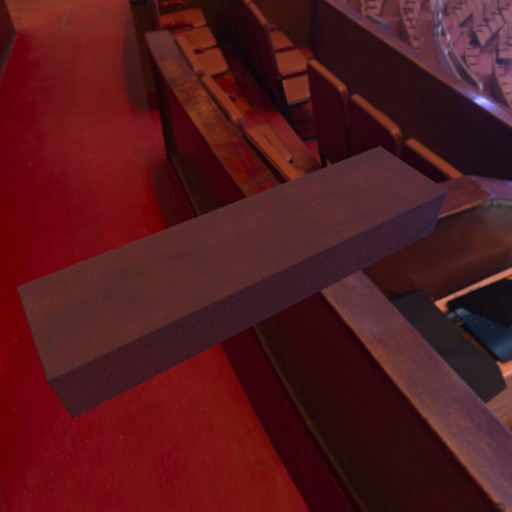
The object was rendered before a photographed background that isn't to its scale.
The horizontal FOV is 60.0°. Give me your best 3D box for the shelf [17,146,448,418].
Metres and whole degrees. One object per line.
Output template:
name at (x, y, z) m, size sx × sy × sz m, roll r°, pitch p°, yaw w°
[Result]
shelf at (0.000, 0.000, 0.649) m, size 0.607 × 0.088 × 0.152 m, roll -24°, pitch 50°, yaw -22°
